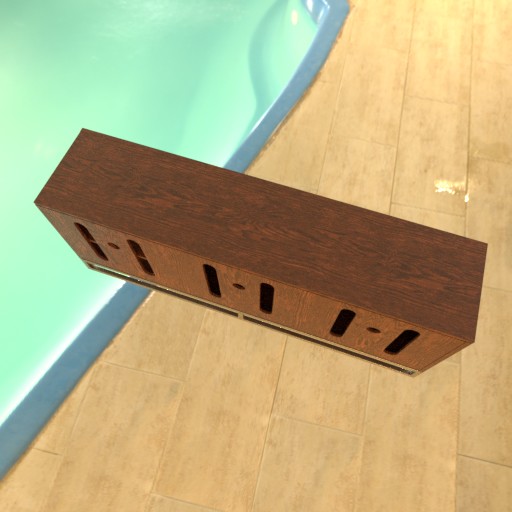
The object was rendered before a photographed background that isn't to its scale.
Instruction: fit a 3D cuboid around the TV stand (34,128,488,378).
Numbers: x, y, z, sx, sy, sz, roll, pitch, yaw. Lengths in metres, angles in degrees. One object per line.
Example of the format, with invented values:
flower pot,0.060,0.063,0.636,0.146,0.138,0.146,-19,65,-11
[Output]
TV stand,0.000,0.000,1.797,1.541,0.578,0.382,17,66,8
